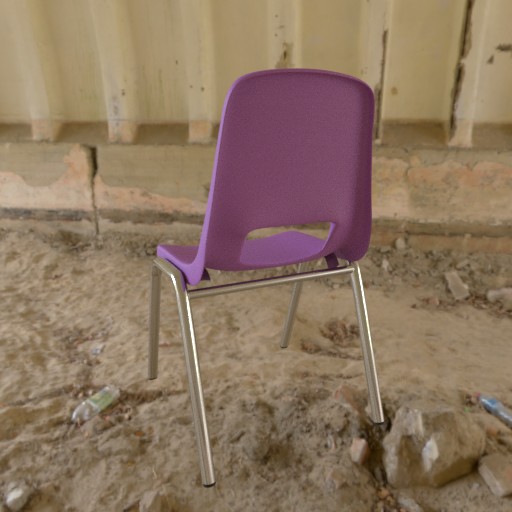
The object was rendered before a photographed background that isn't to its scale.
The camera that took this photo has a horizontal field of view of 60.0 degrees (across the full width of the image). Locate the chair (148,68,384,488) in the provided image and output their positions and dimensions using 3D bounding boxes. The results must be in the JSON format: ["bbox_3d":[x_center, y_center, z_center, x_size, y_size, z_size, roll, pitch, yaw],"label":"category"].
[{"bbox_3d":[0.000,0.000,0.673,0.291,0.493,0.301,-7,17,-26],"label":"chair"}]
